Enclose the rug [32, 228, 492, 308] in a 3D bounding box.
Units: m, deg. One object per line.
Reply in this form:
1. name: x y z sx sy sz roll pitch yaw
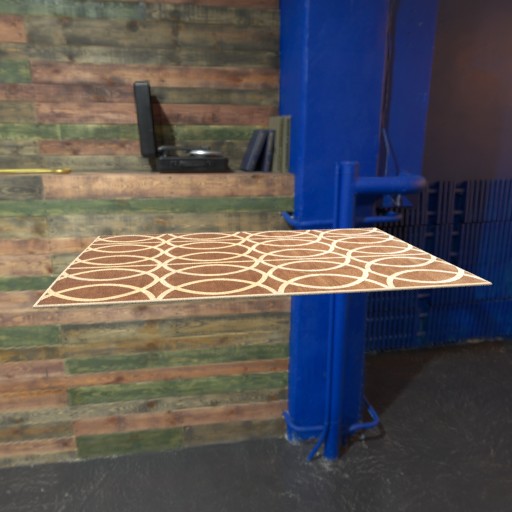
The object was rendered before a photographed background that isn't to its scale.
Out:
1. rug: 0.000 0.000 2.891 2.294 0.014 1.528 -2 15 -8
